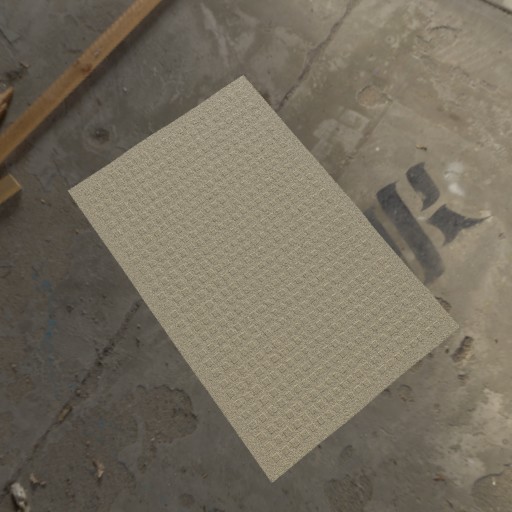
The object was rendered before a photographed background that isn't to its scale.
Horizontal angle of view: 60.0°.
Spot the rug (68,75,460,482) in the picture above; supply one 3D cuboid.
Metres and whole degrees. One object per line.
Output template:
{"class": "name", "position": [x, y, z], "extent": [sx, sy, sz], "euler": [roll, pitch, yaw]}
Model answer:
{"class": "rug", "position": [0.000, 0.000, 2.219], "extent": [1.143, 0.006, 1.747], "euler": [-36, 79, -9]}
